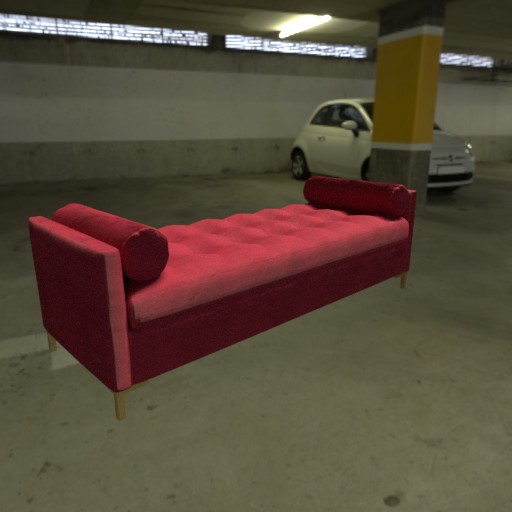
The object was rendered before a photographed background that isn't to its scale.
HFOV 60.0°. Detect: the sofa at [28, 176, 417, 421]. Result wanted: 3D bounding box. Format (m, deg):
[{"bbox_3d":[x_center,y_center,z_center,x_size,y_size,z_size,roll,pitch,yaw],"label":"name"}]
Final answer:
[{"bbox_3d":[0.000,0.000,2.463,2.102,0.705,0.796,-15,22,-41],"label":"sofa"}]
